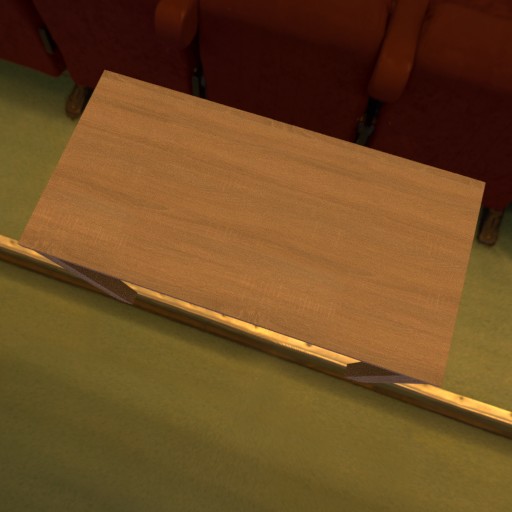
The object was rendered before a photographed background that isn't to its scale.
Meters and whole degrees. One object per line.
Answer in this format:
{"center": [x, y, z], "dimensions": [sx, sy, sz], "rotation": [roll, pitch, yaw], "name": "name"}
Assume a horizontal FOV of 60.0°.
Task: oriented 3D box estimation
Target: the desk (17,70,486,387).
{"center": [0.000, 0.000, 1.405], "dimensions": [0.991, 0.762, 0.495], "rotation": [18, 75, 5], "name": "desk"}
